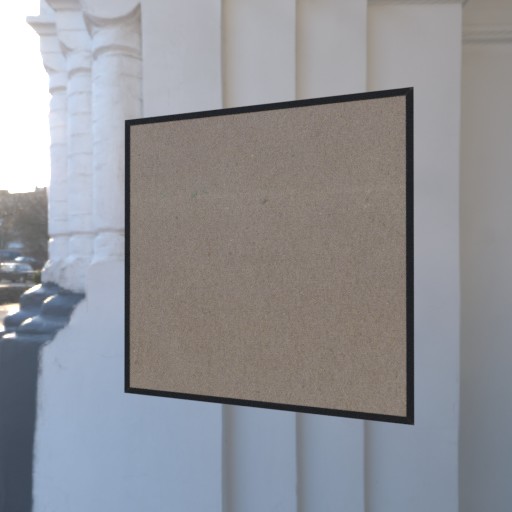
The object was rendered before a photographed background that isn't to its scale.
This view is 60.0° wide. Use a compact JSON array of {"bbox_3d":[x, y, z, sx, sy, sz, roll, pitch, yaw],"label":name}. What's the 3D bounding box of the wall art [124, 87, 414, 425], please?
[{"bbox_3d":[0.000,0.000,1.136,0.762,0.762,0.038,0,0,18],"label":"wall art"}]
